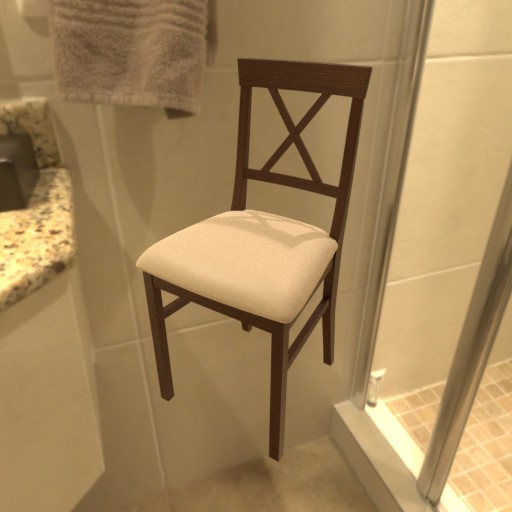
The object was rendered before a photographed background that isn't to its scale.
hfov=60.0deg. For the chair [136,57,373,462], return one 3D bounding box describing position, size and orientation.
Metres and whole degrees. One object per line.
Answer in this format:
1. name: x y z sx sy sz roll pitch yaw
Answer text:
1. chair: 0.000 0.000 1.177 0.440 0.913 0.480 17 34 28
